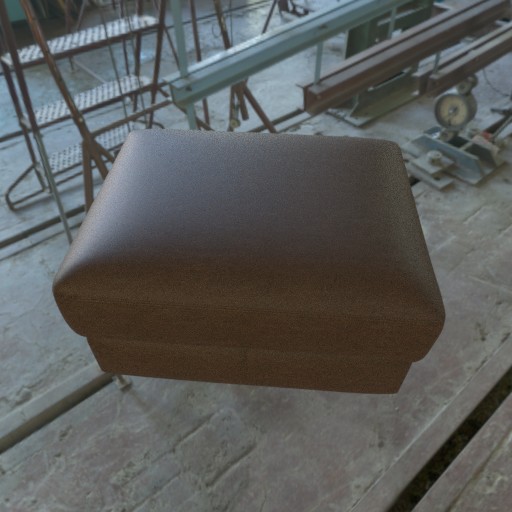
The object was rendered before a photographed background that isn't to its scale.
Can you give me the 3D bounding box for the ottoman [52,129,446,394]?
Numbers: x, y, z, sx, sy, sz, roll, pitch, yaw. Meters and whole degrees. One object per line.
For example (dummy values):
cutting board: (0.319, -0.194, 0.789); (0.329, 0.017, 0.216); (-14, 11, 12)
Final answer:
ottoman: (0.000, 0.000, 1.169); (0.787, 0.508, 0.635); (3, 46, 3)
